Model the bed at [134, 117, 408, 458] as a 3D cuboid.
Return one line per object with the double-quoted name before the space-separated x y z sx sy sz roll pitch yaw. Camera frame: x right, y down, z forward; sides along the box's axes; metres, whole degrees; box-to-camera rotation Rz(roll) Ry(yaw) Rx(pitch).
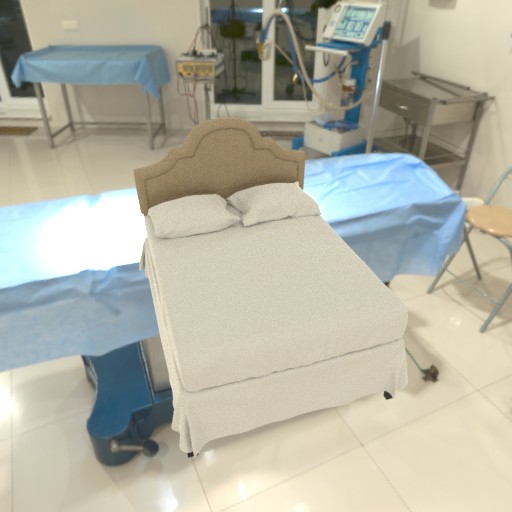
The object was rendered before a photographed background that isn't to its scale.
"bed" 0.000 0.000 3.483 1.780 1.634 2.222 -10 35 -15
